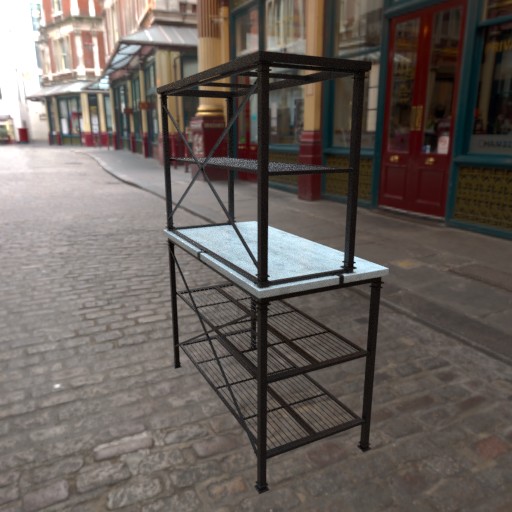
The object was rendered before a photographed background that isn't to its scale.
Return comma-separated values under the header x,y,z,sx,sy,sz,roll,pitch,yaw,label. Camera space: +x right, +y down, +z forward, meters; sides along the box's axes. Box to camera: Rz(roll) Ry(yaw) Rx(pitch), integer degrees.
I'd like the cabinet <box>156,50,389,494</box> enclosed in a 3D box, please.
x,y,z,sx,sy,sz,roll,pitch,yaw,label
0.000,0.000,2.215,0.610,1.659,1.210,-8,17,-26,cabinet
